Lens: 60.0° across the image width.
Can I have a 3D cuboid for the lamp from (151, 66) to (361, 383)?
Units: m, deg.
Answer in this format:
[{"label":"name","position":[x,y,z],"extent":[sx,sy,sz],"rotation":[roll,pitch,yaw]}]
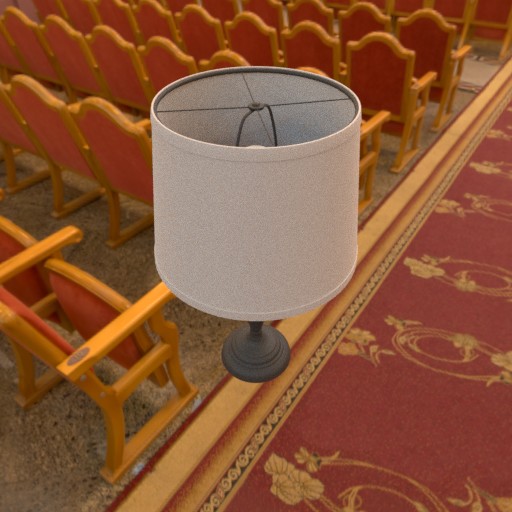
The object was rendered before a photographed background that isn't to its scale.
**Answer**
[{"label":"lamp","position":[0.000,0.000,0.703],"extent":[0.310,0.501,0.310],"rotation":[0,41,0]}]
